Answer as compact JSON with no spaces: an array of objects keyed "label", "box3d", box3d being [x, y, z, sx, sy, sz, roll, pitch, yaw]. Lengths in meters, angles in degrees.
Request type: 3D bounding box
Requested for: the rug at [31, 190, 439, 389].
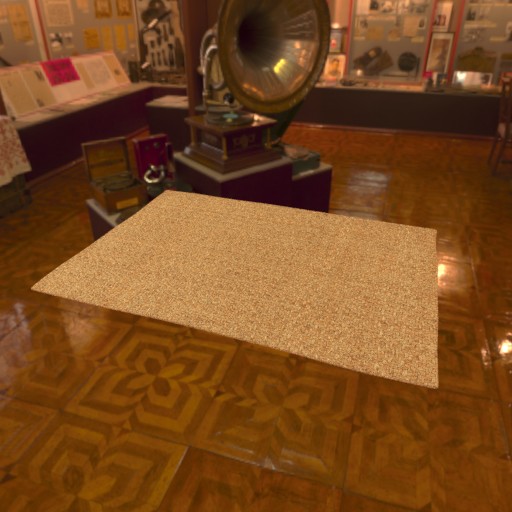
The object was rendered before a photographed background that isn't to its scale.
[{"label":"rug","box3d":[0.000,0.000,2.763,2.141,0.013,1.566,10,32,17]}]
